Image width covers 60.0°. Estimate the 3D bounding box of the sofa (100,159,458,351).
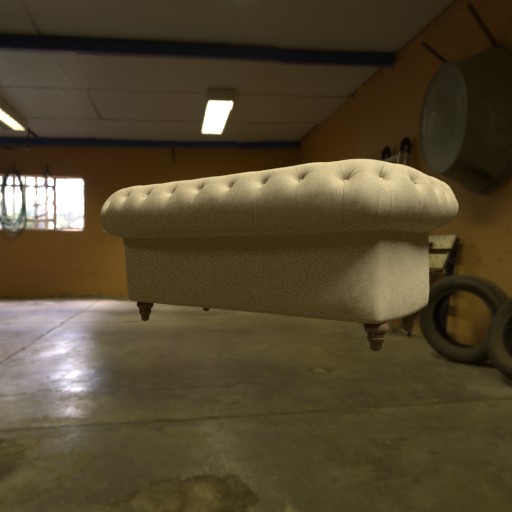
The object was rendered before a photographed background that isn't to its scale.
[{"bbox_3d":[0.000,0.000,2.550,1.988,0.835,1.069,0,1,35],"label":"sofa"}]
